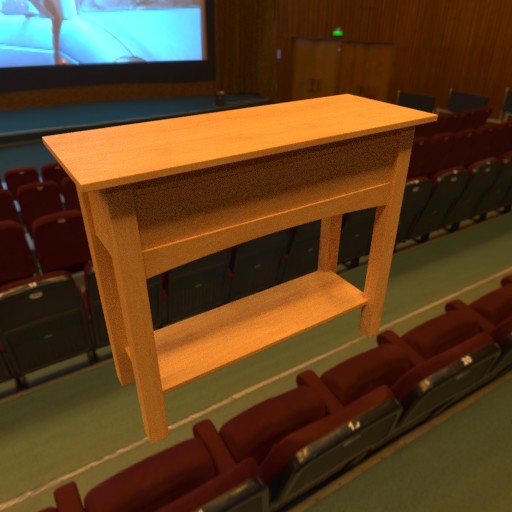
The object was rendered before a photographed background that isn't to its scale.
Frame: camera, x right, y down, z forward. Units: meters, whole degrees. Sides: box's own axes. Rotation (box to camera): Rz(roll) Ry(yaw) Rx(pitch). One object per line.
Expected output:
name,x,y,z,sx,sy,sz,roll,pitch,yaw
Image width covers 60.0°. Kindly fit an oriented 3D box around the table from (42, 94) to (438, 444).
table,0.000,0.000,1.243,0.900,0.728,0.340,-18,35,-28
